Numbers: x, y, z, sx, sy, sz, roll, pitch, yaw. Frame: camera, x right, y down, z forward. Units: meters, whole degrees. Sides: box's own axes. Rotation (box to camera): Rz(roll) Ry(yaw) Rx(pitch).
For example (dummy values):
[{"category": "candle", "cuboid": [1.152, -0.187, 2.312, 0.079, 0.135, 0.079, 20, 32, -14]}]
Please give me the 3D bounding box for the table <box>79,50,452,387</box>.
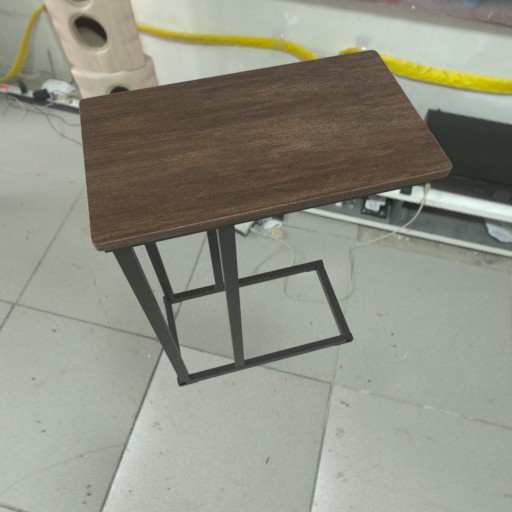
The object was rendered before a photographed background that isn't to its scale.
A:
[{"category": "table", "cuboid": [0.000, 0.000, 0.862, 0.450, 0.637, 0.254, -13, 60, -8]}]
